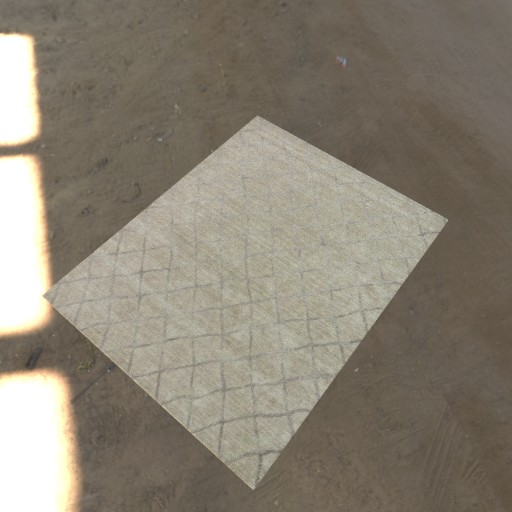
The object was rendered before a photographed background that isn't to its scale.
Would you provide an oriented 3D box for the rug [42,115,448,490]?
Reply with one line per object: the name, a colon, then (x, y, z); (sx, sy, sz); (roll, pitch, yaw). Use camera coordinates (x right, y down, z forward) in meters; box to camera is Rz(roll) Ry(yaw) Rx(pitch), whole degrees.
rug: (0.000, 0.000, 4.145); (2.420, 0.019, 3.038); (34, 64, 20)
